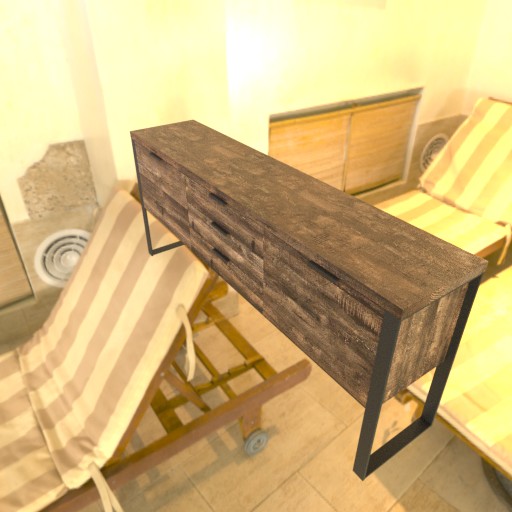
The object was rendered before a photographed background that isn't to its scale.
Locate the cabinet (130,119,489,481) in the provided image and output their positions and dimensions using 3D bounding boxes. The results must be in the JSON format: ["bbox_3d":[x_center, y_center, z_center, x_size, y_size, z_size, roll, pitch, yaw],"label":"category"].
[{"bbox_3d":[0.000,0.000,2.023,0.395,0.762,1.800,-21,38,-29],"label":"cabinet"}]
